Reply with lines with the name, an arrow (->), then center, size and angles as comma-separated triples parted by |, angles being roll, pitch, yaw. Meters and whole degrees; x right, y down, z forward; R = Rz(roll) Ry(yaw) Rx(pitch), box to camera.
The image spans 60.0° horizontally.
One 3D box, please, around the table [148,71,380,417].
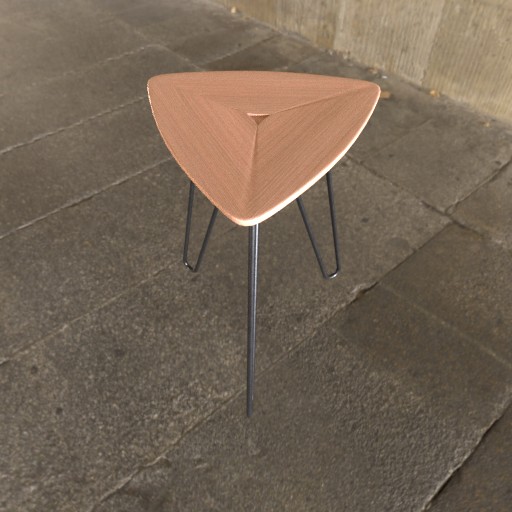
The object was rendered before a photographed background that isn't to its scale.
table -> 0.000, 0.000, 0.909 | 0.442, 0.564, 0.455 | 3, 47, 3
